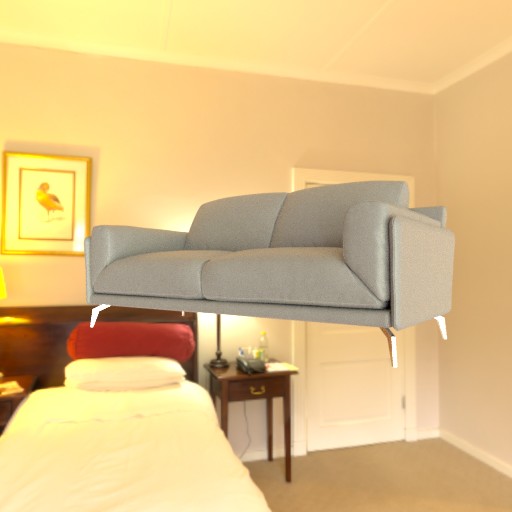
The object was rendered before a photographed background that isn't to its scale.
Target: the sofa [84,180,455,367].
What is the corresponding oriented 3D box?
[{"bbox_3d":[0.000,0.000,2.736,2.101,0.930,1.049,-1,-2,36],"label":"sofa"}]
